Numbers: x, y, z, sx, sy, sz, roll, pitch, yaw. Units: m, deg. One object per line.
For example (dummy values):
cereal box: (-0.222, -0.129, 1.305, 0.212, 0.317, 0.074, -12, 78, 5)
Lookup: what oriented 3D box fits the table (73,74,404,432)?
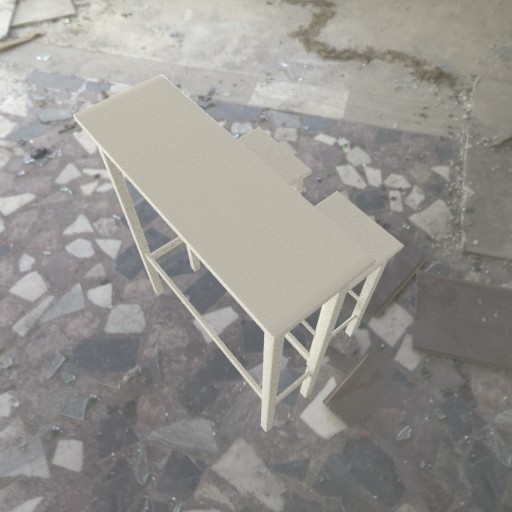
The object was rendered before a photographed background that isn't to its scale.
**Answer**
table: (0.000, 0.000, 1.669, 0.650, 1.065, 0.915, -34, 63, -20)
